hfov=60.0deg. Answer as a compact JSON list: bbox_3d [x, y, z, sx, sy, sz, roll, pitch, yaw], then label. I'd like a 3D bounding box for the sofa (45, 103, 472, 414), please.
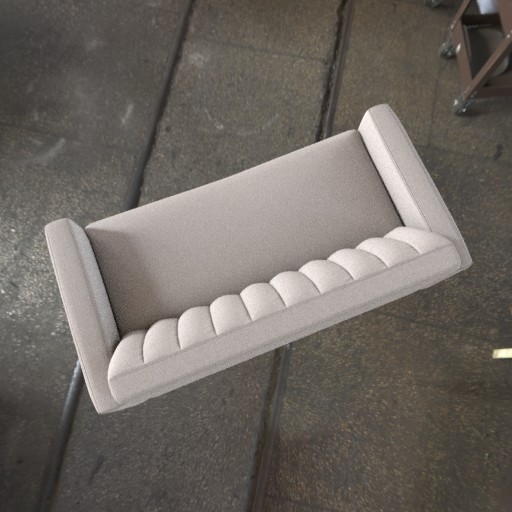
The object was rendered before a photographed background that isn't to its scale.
[{"bbox_3d":[0.000,0.000,2.367,1.895,0.814,0.969,-21,76,-5],"label":"sofa"}]
